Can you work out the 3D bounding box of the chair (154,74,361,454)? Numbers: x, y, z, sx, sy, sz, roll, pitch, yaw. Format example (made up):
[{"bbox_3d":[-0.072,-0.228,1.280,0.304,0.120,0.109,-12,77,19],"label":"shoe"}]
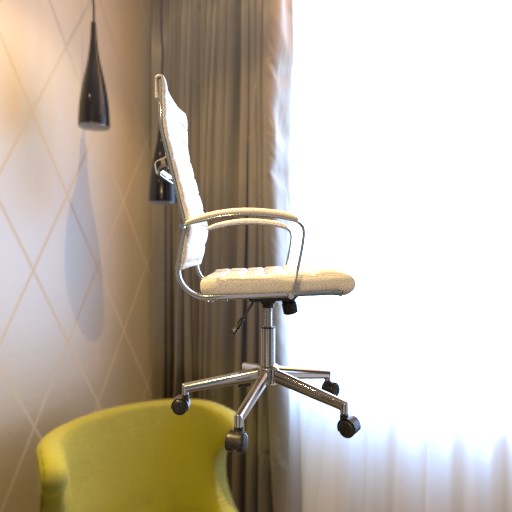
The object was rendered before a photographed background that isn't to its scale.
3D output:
[{"bbox_3d":[0.000,0.000,1.606,0.679,1.149,0.679,0,1,1],"label":"chair"}]
